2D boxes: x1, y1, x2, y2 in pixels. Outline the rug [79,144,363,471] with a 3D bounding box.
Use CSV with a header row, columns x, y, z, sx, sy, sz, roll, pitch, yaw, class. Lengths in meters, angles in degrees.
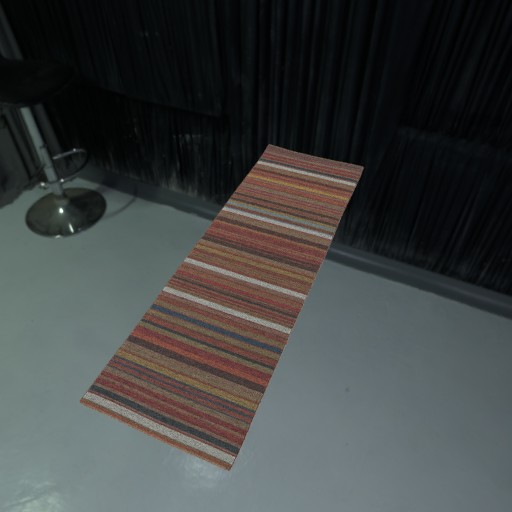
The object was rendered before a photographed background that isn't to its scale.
x,y,z,sx,sy,sz,roll,pitch,yaw,class
0.000,0.000,2.771,0.799,0.030,2.444,17,48,16,rug
